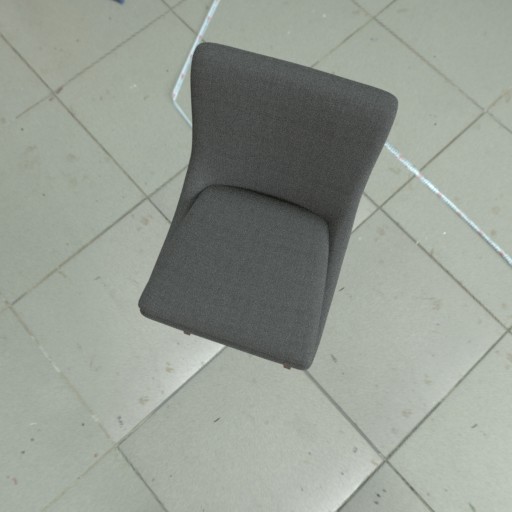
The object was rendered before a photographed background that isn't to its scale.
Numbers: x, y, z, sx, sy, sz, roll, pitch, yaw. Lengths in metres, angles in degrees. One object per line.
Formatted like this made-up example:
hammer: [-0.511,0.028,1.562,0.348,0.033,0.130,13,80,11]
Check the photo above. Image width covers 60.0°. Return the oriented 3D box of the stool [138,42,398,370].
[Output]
stool: [0.000,0.000,1.232,0.447,0.977,0.524,18,75,5]
